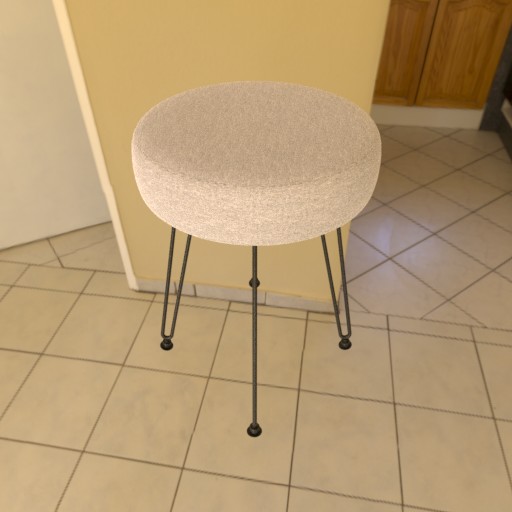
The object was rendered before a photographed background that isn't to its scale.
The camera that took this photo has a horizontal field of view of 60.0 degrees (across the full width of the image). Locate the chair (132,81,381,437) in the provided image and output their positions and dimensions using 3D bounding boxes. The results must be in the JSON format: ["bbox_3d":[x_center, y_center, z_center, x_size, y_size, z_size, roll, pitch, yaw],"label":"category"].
[{"bbox_3d":[0.000,0.000,0.668,0.350,0.440,0.350,0,41,0],"label":"chair"}]
